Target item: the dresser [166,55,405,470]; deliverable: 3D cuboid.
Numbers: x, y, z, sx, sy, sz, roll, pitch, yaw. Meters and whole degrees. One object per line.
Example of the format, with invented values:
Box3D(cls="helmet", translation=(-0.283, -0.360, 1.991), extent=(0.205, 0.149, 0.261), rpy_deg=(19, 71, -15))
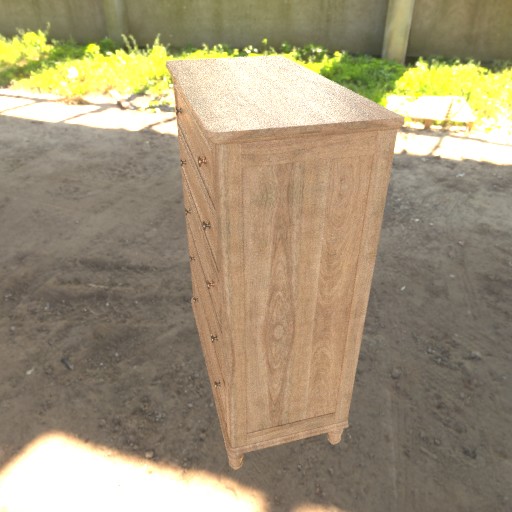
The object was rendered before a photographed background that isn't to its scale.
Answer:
Box3D(cls="dresser", translation=(0.000, 0.000, 1.768), extent=(0.484, 1.318, 0.973), rpy_deg=(-8, 34, -13))
